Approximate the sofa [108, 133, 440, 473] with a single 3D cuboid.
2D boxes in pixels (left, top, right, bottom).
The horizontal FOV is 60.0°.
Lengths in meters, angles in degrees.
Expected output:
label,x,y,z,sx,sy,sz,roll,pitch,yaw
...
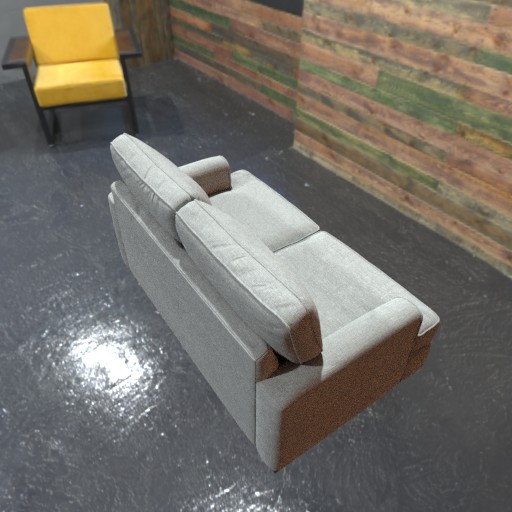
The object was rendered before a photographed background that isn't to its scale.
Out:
label,x,y,z,sx,sy,sz,roll,pitch,yaw
sofa,0.000,0.000,2.265,0.965,0.965,1.651,-24,46,-25
